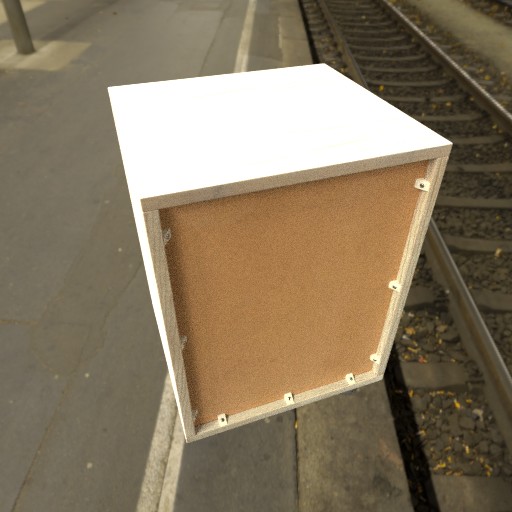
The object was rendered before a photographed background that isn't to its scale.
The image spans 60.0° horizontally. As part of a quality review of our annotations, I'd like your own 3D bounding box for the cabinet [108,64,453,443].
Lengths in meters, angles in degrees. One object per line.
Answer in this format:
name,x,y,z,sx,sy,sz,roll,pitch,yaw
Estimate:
cabinet,0.000,0.000,0.860,0.409,0.579,0.401,-13,41,-15
